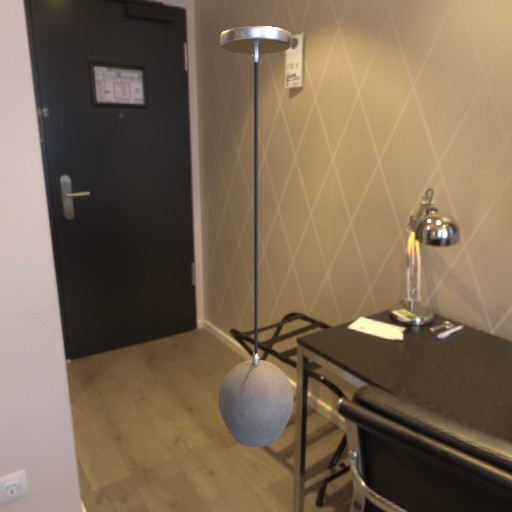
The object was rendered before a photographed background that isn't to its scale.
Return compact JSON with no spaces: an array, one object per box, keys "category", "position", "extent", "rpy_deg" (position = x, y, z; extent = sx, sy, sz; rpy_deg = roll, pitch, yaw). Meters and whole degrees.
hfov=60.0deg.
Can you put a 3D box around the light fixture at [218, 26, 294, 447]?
[{"category":"light fixture","position":[0.000,0.000,0.833],"extent":[0.153,0.760,0.153],"rpy_deg":[7,16,25]}]
